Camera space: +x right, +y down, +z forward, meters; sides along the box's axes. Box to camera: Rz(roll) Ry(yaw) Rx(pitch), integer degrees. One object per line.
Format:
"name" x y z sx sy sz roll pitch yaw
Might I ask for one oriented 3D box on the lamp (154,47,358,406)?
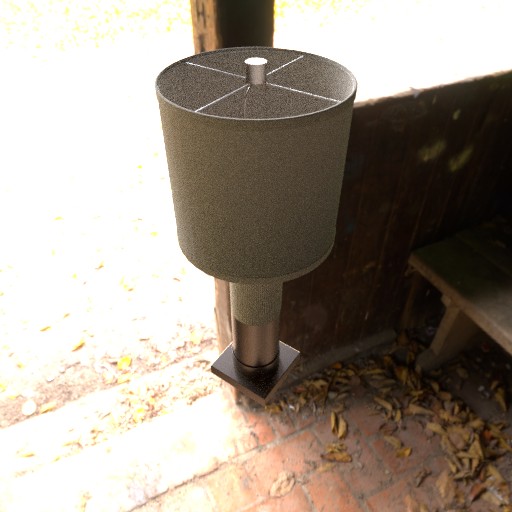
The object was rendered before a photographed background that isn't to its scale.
"lamp" 0.000 0.000 0.603 0.202 0.509 0.202 25 47 26
